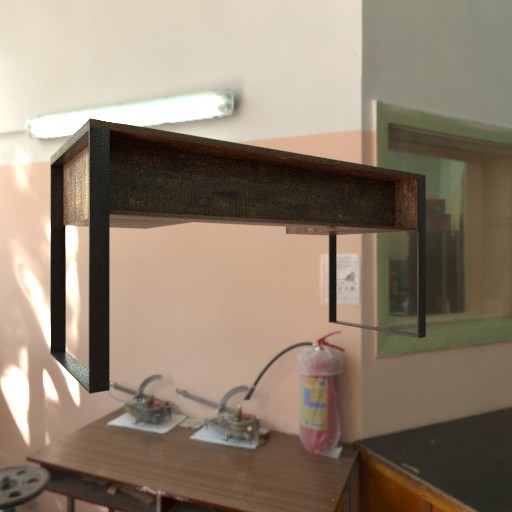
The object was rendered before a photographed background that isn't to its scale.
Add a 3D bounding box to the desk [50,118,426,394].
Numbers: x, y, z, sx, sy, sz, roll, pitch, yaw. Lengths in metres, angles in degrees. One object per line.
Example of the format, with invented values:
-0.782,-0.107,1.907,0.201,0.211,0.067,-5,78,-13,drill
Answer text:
0.000,0.000,1.901,1.524,0.762,0.599,0,0,-34,desk
